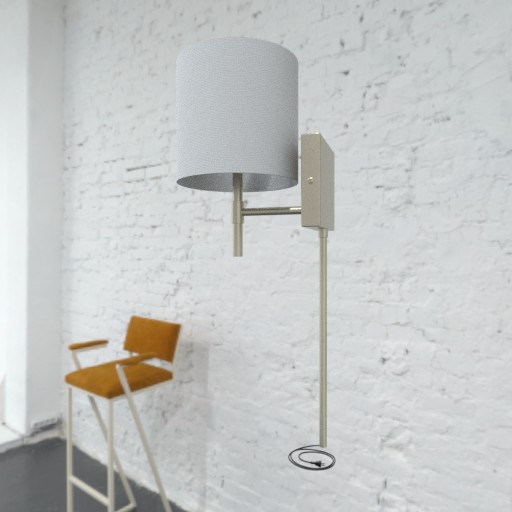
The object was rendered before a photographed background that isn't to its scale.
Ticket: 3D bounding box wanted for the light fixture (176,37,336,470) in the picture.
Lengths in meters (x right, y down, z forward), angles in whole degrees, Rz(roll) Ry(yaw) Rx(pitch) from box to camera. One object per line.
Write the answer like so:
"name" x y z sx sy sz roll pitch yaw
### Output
"light fixture" 0.000 0.000 0.680 0.248 0.589 0.188 0 0 19
